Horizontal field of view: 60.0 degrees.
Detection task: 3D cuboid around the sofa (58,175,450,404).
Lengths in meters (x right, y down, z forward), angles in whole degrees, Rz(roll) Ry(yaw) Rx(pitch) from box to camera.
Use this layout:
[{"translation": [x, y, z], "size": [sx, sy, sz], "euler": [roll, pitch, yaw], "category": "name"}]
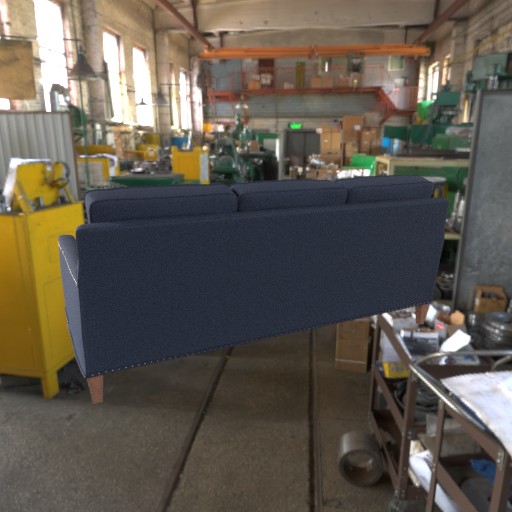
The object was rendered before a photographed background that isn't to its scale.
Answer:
[{"translation": [0.000, 0.000, 2.805], "size": [2.246, 1.003, 1.084], "euler": [-7, 16, -26], "category": "sofa"}]
